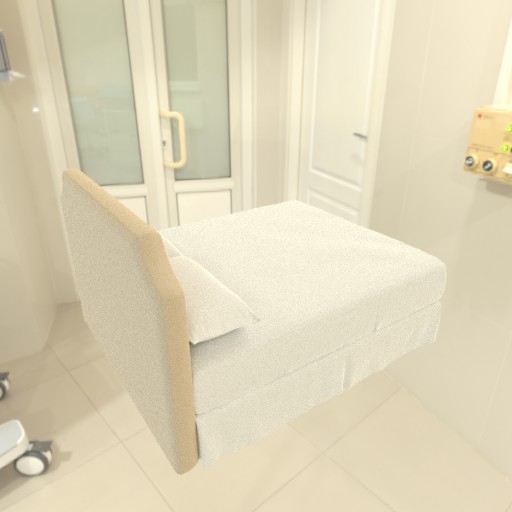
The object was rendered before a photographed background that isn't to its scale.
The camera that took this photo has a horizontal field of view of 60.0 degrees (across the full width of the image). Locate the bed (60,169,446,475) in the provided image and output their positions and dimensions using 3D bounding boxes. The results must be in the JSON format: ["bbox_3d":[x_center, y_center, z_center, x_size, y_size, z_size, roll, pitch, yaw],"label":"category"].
[{"bbox_3d":[0.000,0.000,3.757,2.548,1.524,2.134,-17,30,-31],"label":"bed"}]
